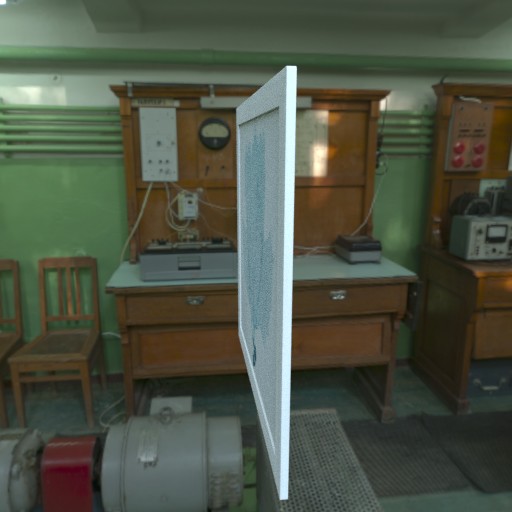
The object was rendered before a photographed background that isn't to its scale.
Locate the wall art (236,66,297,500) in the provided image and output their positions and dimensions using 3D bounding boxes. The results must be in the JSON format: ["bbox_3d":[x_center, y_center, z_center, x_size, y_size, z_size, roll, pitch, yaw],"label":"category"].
[{"bbox_3d":[0.000,0.000,0.851,0.013,0.584,0.584,-2,14,-8],"label":"wall art"}]
